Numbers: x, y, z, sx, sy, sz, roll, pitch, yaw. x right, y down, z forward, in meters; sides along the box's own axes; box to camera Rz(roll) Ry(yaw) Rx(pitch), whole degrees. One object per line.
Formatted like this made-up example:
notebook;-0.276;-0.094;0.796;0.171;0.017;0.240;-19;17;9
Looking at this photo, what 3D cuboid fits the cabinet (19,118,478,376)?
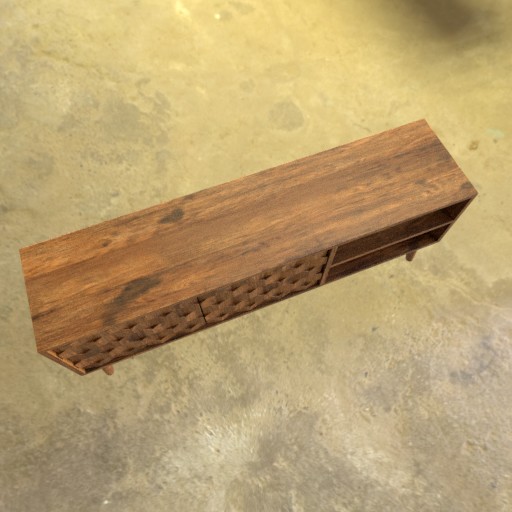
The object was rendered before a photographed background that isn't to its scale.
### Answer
cabinet;0.000;0.000;1.662;1.448;0.528;0.349;-20;66;-9
